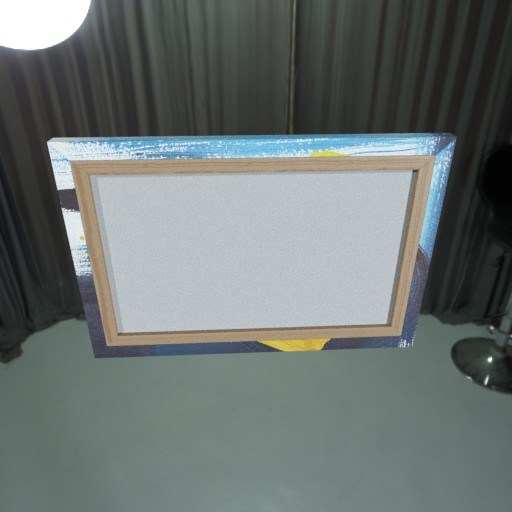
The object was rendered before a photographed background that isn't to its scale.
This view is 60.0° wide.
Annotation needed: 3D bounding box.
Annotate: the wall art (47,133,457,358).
[{"bbox_3d":[0.000,0.000,1.147,0.914,0.610,0.039,-1,28,-3],"label":"wall art"}]
